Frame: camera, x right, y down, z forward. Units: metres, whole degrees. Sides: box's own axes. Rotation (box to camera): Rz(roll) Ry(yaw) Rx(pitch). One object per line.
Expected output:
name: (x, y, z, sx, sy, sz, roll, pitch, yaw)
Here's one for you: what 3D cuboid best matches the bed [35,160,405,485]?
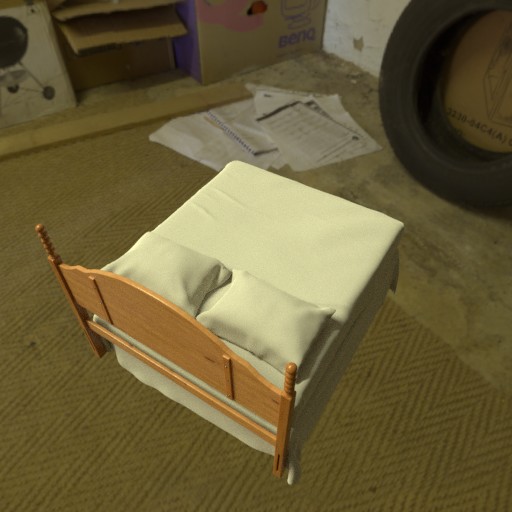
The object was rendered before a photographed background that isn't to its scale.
bed: (0.000, 0.000, 3.212, 1.873, 1.356, 2.040, 25, 52, 22)
